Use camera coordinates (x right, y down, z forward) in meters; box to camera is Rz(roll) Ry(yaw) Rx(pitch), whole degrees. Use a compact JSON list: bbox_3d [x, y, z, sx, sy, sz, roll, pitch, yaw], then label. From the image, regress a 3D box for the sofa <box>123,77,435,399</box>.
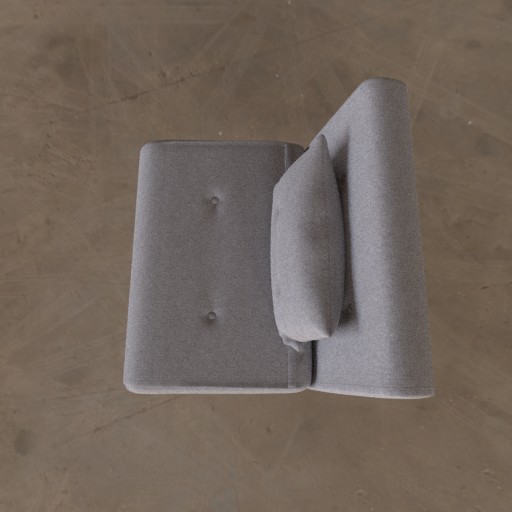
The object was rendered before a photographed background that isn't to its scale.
[{"bbox_3d":[0.000,0.000,1.699,1.000,0.825,1.020,0,76,0],"label":"sofa"}]
